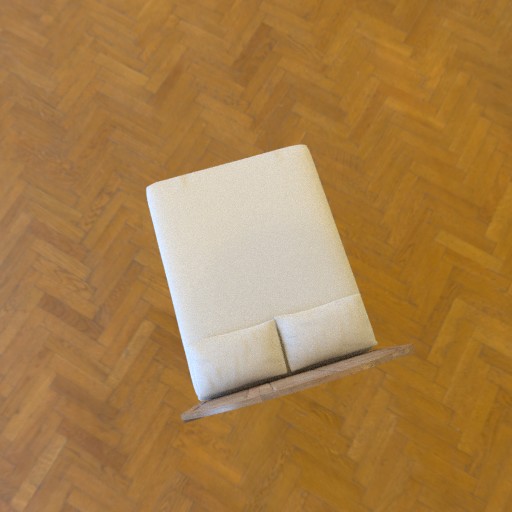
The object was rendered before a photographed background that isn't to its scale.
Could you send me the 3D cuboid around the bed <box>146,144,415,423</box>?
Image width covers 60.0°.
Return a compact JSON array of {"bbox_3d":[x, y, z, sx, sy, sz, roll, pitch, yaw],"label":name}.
[{"bbox_3d":[0.000,0.000,3.611,1.713,2.002,2.112,-16,77,-4],"label":"bed"}]
